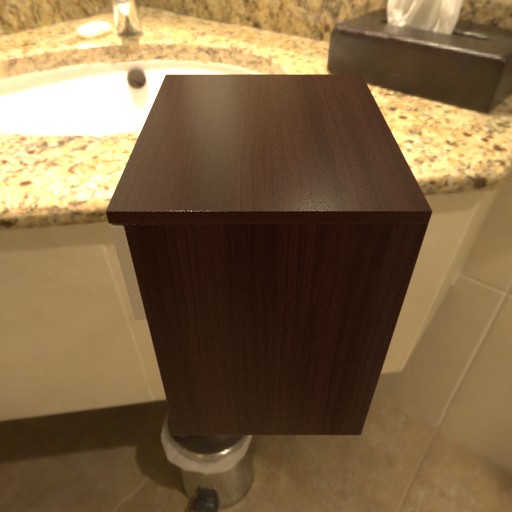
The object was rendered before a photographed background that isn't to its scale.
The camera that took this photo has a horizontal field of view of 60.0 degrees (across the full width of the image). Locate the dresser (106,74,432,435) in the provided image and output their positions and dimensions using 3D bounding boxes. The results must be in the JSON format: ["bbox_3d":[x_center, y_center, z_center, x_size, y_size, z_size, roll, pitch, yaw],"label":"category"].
[{"bbox_3d":[0.000,0.000,0.757,0.360,0.470,0.400,0,41,0],"label":"dresser"}]
